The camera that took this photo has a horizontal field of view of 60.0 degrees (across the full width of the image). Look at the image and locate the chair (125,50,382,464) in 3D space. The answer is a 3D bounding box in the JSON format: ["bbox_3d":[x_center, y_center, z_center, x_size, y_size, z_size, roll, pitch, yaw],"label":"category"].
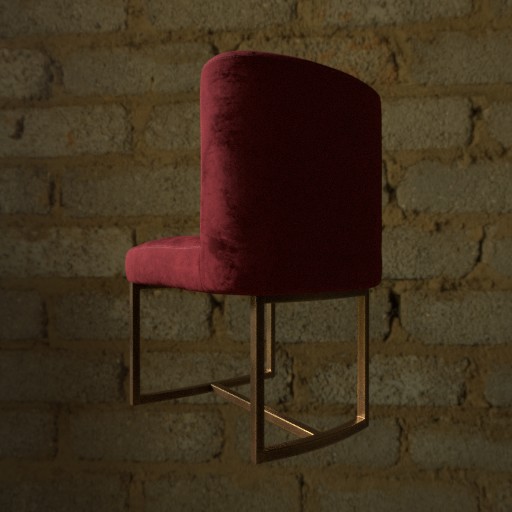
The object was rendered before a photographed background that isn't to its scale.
[{"bbox_3d":[0.000,0.000,1.163,0.530,0.824,0.560,0,0,-35],"label":"chair"}]
